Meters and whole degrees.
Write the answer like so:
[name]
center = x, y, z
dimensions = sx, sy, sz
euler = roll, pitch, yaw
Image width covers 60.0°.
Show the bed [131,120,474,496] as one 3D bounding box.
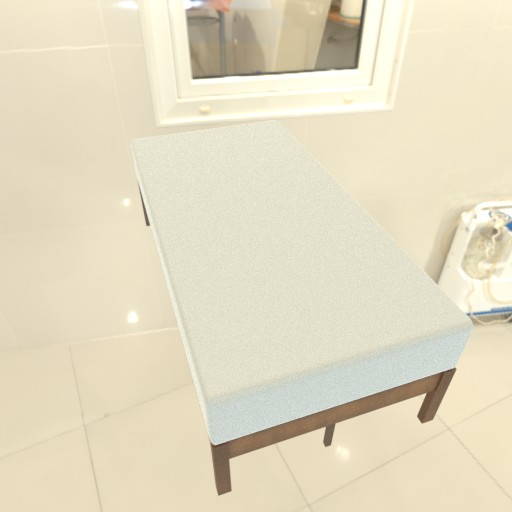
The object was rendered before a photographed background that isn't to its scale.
[bed]
center = 0.000, 0.000, 2.289
dimensions = 0.961, 0.616, 1.902
euler = -12, 41, -15
